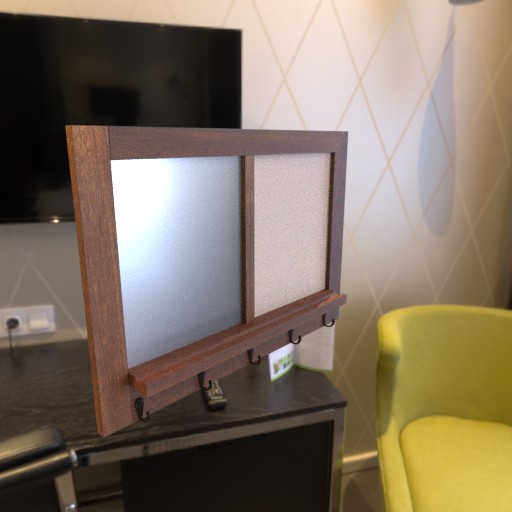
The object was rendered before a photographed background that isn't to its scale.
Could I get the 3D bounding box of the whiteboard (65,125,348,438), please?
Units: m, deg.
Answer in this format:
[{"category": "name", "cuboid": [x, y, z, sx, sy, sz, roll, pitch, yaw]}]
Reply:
[{"category": "whiteboard", "cuboid": [0.000, 0.000, 1.015, 0.083, 0.559, 0.783, 14, 20, 42]}]
